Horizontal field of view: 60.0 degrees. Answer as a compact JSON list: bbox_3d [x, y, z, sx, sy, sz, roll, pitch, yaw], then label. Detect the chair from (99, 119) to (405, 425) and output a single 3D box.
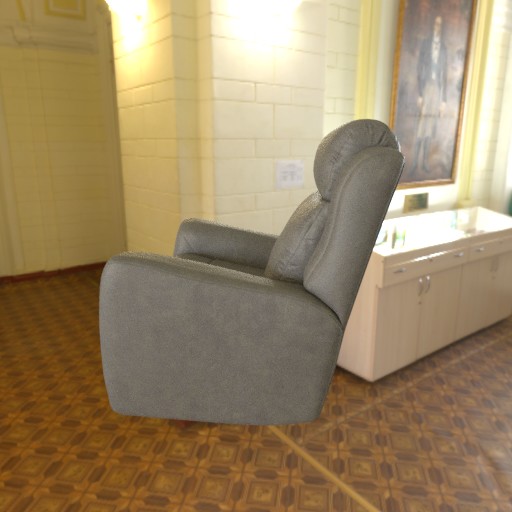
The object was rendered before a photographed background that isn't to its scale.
[{"bbox_3d":[0.000,0.000,1.944,1.068,1.116,0.965,2,14,8],"label":"chair"}]
